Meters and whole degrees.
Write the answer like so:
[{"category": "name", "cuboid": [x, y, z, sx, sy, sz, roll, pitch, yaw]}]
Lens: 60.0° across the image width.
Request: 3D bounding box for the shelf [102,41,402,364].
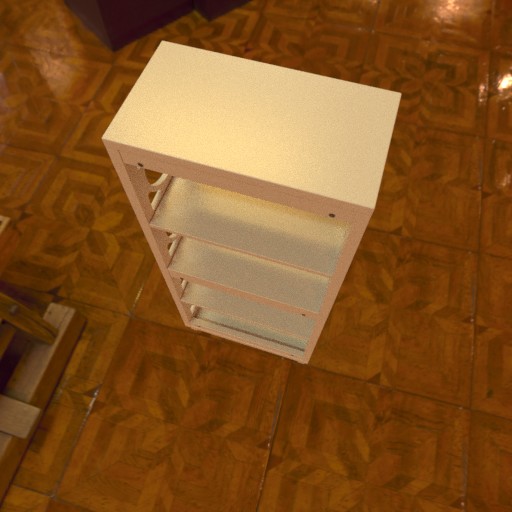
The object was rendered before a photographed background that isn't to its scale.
[{"category": "shelf", "cuboid": [0.000, 0.000, 1.637, 0.611, 1.411, 0.340, 16, 64, 8]}]
